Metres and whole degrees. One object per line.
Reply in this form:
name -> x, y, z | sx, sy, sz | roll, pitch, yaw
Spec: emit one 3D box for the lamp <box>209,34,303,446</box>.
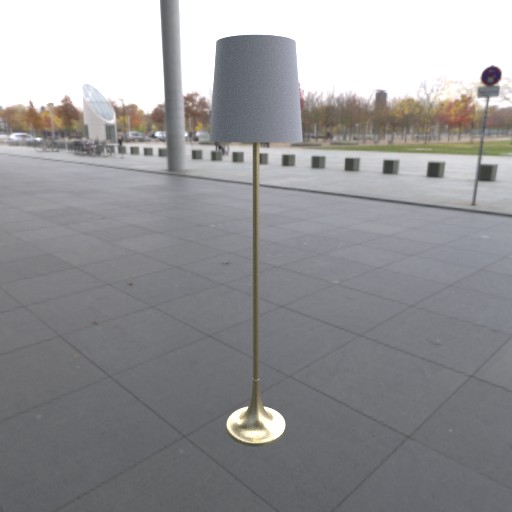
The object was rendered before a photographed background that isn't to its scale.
lamp -> 0.000, 0.000, 1.726 | 0.337, 1.543, 0.337 | 0, 16, 0
